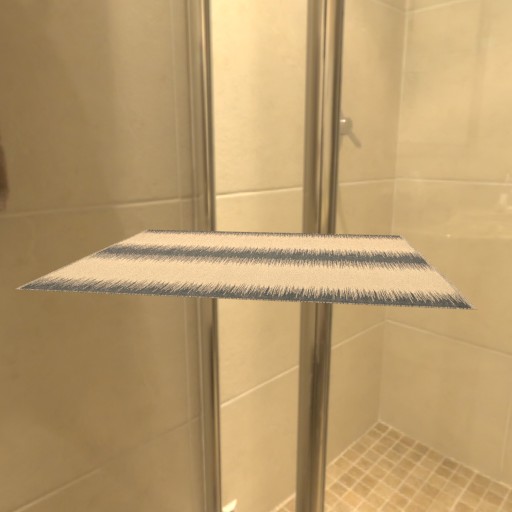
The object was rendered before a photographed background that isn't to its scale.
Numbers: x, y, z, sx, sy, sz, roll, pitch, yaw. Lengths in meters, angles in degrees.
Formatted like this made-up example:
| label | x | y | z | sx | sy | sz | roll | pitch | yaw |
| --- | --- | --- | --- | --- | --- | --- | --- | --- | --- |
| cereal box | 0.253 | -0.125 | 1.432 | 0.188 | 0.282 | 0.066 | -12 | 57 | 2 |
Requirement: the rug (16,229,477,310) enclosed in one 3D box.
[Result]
| label | x | y | z | sx | sy | sz | roll | pitch | yaw |
| --- | --- | --- | --- | --- | --- | --- | --- | --- | --- |
| rug | 0.000 | 0.000 | 4.035 | 3.037 | 0.004 | 2.453 | 2 | 13 | 8 |
